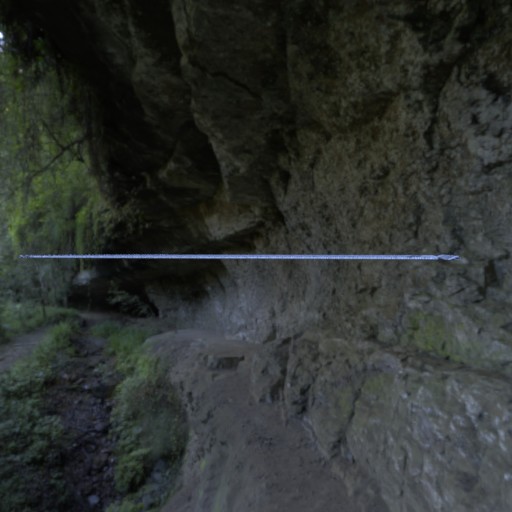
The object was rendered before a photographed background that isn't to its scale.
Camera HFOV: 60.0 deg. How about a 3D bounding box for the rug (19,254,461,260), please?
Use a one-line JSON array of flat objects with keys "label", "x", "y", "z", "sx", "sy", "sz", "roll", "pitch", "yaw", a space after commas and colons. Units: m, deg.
[{"label": "rug", "x": 0.000, "y": 0.000, "z": 2.897, "sx": 2.312, "sy": 0.017, "sz": 1.613, "roll": 0, "pitch": 0, "yaw": 20}]
